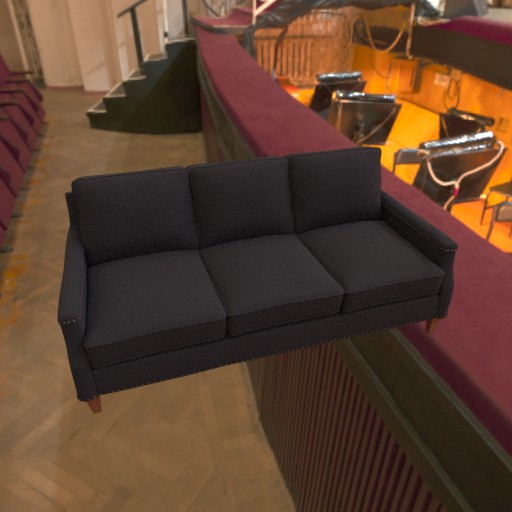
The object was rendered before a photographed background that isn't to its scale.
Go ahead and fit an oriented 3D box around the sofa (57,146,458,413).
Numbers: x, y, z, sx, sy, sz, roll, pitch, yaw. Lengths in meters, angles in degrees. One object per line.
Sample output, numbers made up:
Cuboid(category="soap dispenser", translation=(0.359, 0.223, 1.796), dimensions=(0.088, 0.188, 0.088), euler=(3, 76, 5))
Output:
Cuboid(category="sofa", translation=(0.000, 0.000, 2.780), dimensions=(2.246, 1.003, 1.084), euler=(-10, 33, -15))
